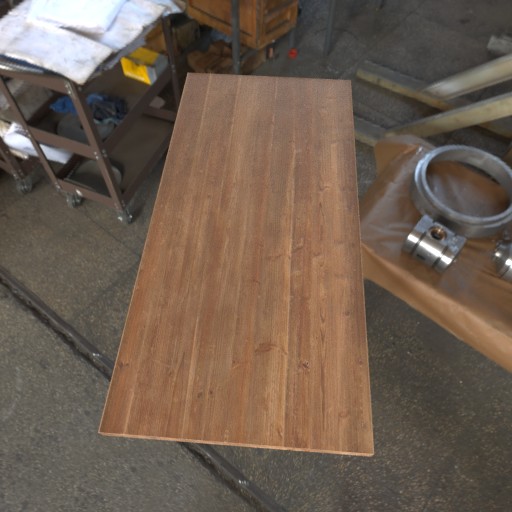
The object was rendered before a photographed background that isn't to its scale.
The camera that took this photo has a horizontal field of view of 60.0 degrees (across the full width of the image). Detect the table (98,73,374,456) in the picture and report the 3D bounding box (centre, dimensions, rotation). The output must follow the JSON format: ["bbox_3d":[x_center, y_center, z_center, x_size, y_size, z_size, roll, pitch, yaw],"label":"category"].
[{"bbox_3d":[0.000,0.000,2.372,0.952,0.760,2.003,4,58,2],"label":"table"}]
